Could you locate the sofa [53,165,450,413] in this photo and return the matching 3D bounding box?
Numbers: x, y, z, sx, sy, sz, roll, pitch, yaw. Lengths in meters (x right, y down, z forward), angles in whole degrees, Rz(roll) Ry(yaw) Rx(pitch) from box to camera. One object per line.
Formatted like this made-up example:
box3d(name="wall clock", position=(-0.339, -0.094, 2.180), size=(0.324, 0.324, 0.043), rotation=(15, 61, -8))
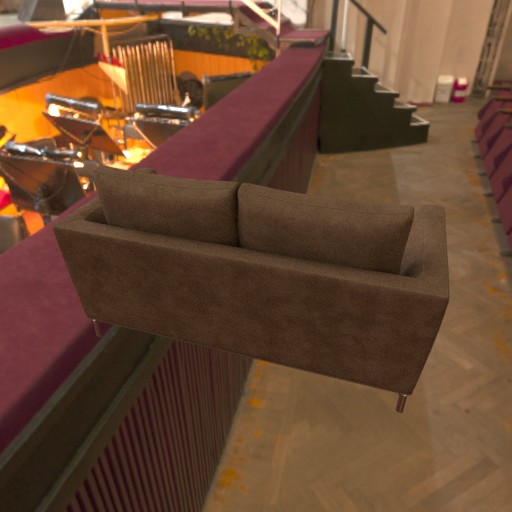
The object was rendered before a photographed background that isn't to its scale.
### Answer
box3d(name="sofa", position=(0.000, 0.000, 2.371), size=(1.832, 1.013, 0.855), rotation=(10, 33, 15))
